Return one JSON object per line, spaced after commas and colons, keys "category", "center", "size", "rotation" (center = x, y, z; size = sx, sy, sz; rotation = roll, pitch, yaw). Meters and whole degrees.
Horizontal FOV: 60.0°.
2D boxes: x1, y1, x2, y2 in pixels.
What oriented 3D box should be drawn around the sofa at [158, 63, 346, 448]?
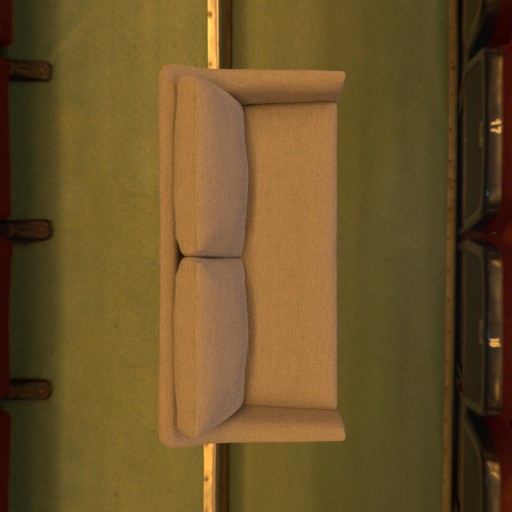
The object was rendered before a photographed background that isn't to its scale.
{"category": "sofa", "center": [0.000, 0.000, 2.564], "size": [0.980, 0.913, 2.036], "rotation": [0, 90, 0]}
